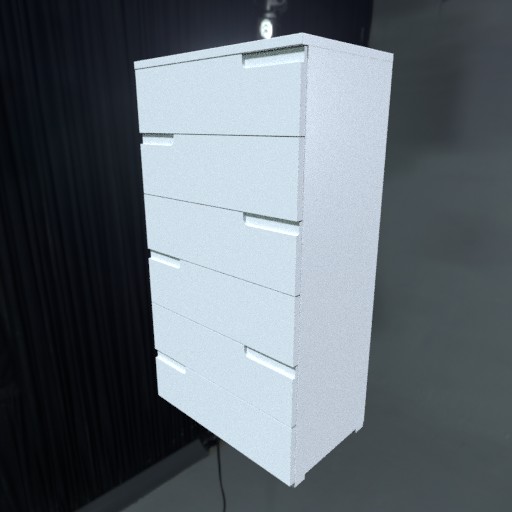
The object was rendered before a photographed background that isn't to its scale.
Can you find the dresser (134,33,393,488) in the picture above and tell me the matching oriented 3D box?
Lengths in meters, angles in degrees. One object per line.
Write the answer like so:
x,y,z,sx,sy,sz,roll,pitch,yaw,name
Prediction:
0.000,0.000,1.447,0.650,1.190,0.400,15,22,41,dresser
